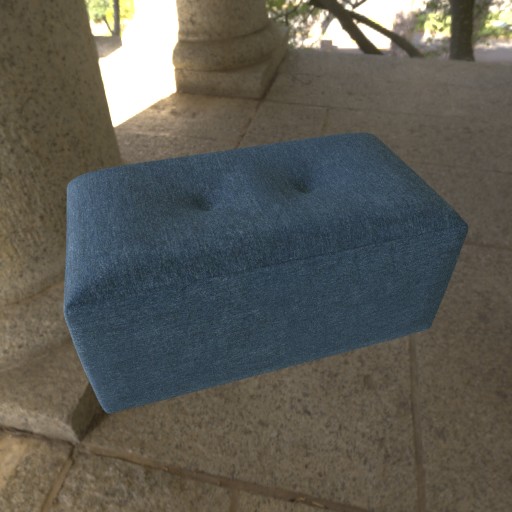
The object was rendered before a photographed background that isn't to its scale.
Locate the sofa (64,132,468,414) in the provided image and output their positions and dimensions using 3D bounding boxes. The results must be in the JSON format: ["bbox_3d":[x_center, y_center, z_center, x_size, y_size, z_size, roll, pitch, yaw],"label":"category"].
[{"bbox_3d":[0.000,0.000,1.216,0.930,0.470,0.480,-11,43,-12],"label":"sofa"}]
